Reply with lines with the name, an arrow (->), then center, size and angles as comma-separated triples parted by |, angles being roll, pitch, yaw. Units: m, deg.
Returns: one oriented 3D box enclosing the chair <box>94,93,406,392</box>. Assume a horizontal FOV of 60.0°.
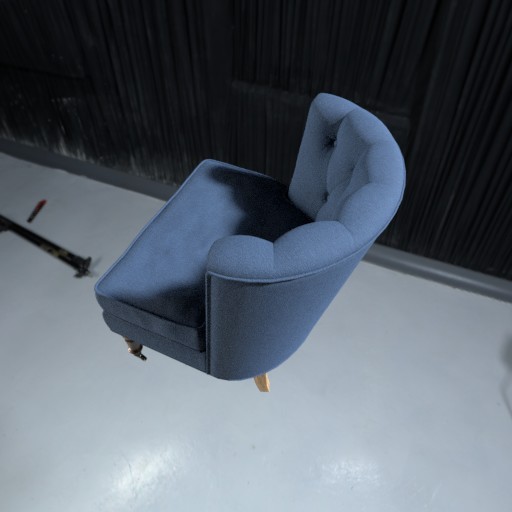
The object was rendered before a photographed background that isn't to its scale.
chair -> 0.000, 0.000, 1.353 | 0.718, 0.771, 0.740 | 18, 50, 16
